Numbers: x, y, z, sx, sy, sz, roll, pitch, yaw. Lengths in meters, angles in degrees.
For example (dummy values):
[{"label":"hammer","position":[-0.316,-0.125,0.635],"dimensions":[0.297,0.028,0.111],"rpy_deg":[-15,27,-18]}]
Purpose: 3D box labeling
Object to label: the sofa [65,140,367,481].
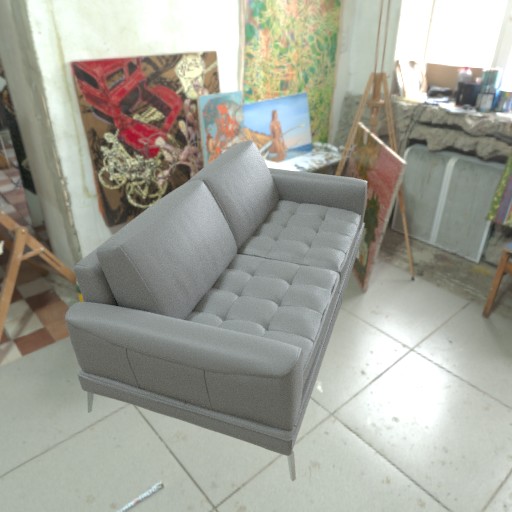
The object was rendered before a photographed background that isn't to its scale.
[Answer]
[{"label":"sofa","position":[0.000,0.000,2.734],"dimensions":[1.121,0.930,2.177],"rpy_deg":[10,32,17]}]
